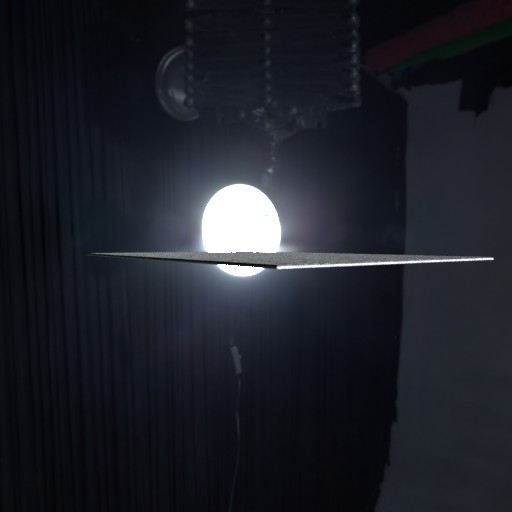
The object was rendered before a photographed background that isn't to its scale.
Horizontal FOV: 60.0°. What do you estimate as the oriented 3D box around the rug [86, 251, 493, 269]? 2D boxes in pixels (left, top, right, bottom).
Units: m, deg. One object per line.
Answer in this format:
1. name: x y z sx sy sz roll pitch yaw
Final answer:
1. rug: 0.000 0.000 3.450 1.819 0.018 2.746 -1 2 -36
